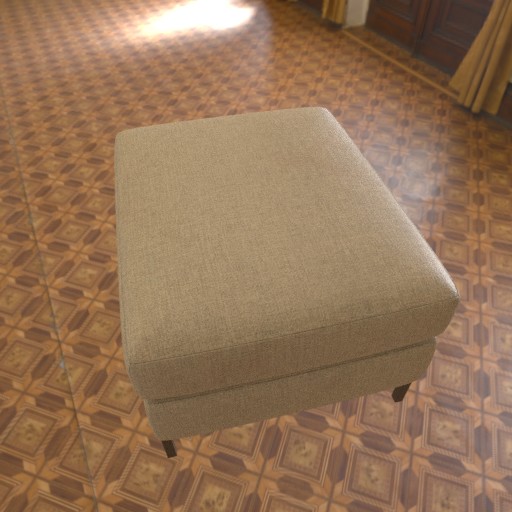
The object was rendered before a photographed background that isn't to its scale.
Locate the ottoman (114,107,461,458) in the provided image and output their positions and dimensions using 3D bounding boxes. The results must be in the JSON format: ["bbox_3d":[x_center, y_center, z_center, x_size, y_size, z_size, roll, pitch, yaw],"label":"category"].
[{"bbox_3d":[0.000,0.000,1.206,0.671,0.490,0.820,-10,47,-9],"label":"ottoman"}]
